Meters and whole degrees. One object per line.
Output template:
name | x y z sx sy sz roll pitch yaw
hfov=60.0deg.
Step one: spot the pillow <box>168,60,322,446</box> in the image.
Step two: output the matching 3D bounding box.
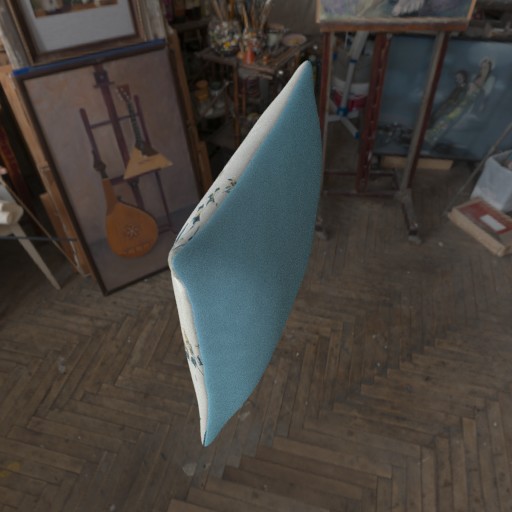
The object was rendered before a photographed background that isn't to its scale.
pillow | 0.000 0.000 0.803 0.166 0.507 0.526 15 48 14
